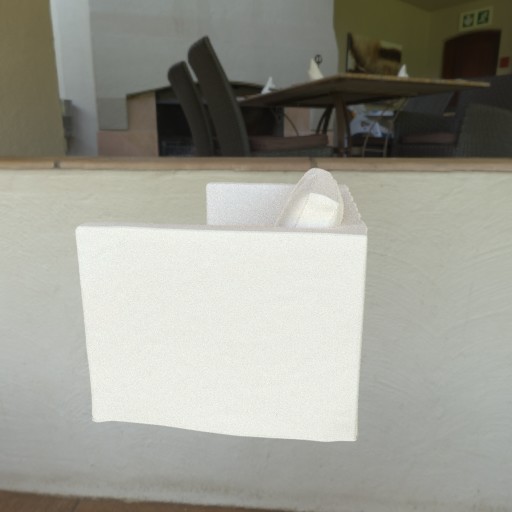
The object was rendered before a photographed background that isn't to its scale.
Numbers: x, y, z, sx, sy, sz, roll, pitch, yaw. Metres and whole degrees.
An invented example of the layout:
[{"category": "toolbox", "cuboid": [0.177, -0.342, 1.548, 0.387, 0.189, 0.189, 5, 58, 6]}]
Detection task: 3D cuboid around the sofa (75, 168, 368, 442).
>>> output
[{"category": "sofa", "cuboid": [0.000, 0.000, 2.255, 0.962, 0.834, 1.746, 2, 14, 9]}]
